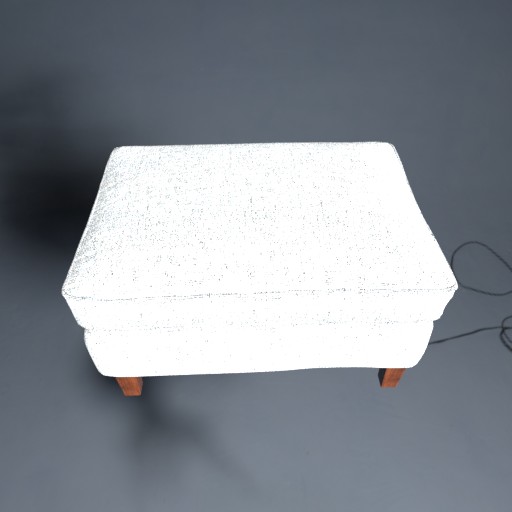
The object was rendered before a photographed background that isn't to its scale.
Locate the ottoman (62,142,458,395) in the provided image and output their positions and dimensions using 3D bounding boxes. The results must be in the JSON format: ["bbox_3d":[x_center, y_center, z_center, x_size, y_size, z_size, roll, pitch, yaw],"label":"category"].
[{"bbox_3d":[0.000,0.000,0.998,0.686,0.406,0.508,-1,46,-1],"label":"ottoman"}]
